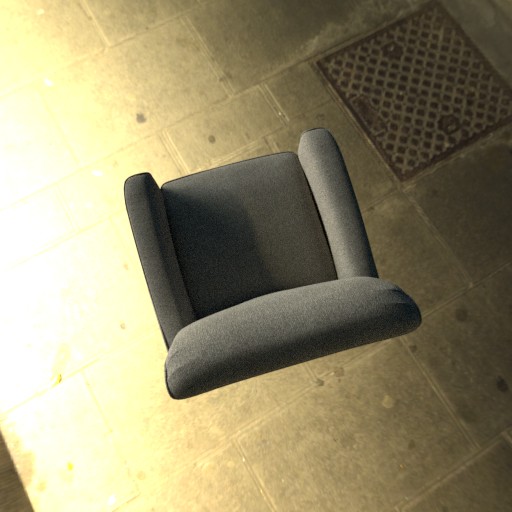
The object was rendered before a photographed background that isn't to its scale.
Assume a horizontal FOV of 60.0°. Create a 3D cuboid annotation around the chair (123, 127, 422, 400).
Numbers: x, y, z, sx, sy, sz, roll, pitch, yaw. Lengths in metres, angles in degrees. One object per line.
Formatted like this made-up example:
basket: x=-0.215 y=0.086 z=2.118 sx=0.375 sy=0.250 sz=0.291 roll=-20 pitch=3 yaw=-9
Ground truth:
chair: x=0.000 y=0.000 z=1.677 sx=0.841 sy=1.028 sz=0.858 roll=-16 pitch=75 yaw=-4
